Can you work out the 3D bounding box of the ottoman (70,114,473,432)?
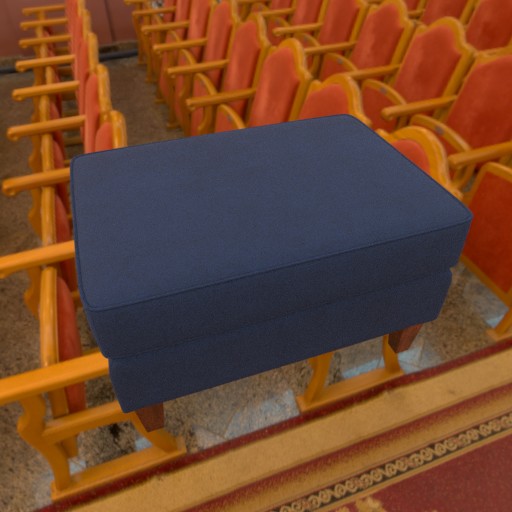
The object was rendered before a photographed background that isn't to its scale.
[{"bbox_3d":[0.000,0.000,1.378,0.965,0.584,0.686,-13,43,-15],"label":"ottoman"}]
